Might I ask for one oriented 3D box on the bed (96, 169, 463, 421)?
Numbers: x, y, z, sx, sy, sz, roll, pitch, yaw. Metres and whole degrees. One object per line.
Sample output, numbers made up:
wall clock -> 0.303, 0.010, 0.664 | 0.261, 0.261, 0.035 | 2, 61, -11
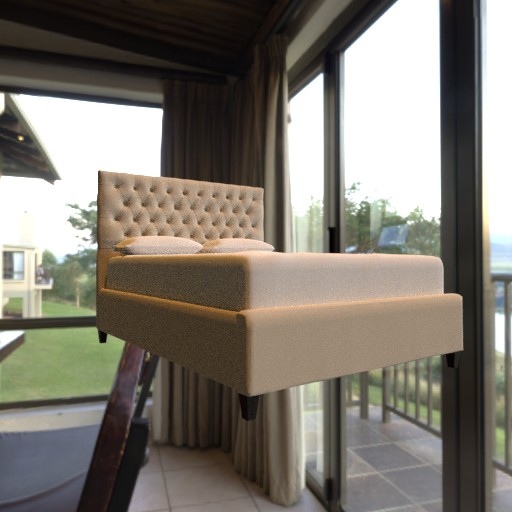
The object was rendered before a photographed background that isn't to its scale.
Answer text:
bed -> 0.000, 0.000, 3.248 | 1.696, 1.426, 2.233 | 0, 0, -35
